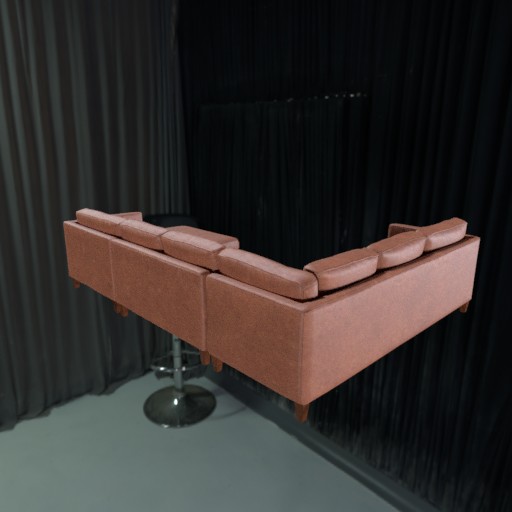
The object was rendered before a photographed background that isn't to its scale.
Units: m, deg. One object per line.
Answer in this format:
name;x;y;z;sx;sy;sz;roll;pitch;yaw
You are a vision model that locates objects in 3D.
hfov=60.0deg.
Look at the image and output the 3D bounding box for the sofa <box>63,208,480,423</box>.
sofa;0.000;0.000;4.548;2.593;0.923;3.460;-15;22;-42
